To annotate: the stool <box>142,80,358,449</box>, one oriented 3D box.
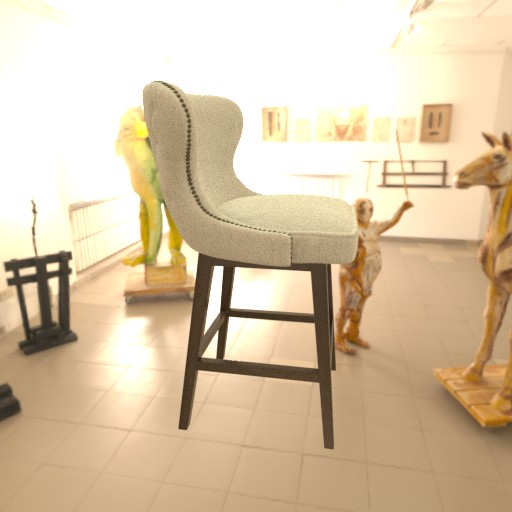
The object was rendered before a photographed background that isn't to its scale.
[{"bbox_3d":[0.000,0.000,1.366,0.597,0.972,0.615,3,16,10],"label":"stool"}]
